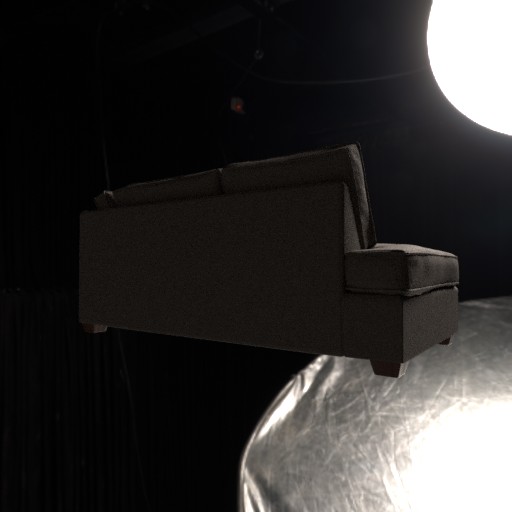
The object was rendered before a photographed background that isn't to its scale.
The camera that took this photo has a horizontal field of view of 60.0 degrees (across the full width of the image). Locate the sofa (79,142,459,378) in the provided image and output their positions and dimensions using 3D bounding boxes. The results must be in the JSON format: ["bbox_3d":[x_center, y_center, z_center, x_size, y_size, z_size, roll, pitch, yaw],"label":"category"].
[{"bbox_3d":[0.000,0.000,2.829,2.237,1.033,1.110,-1,-1,36],"label":"sofa"}]
